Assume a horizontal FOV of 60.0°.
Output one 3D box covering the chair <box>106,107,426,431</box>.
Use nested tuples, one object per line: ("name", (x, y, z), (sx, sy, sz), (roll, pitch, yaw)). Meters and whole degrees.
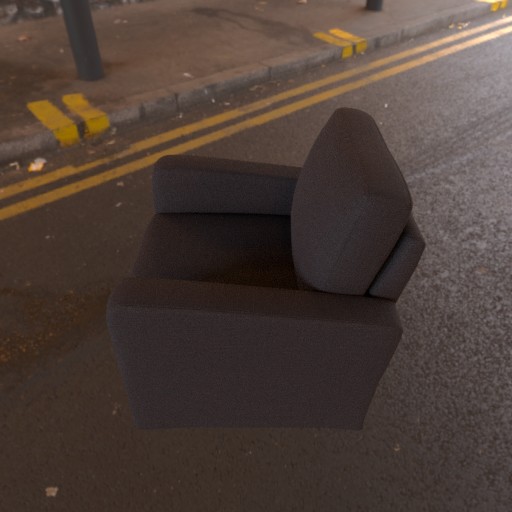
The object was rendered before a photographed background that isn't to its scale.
("chair", (0.000, 0.000, 1.492), (0.863, 0.855, 0.798), (0, 41, 0))
